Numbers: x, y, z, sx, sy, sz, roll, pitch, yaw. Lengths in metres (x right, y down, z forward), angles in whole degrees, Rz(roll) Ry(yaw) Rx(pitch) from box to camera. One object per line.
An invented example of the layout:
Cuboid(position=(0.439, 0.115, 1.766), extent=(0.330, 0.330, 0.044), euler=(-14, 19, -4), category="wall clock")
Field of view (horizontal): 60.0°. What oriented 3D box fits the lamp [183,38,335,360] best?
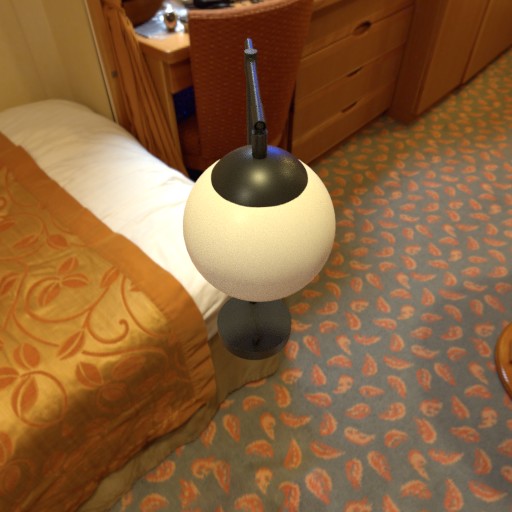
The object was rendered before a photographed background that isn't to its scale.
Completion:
Cuboid(position=(0.000, 0.000, 0.708), extent=(0.197, 0.559, 0.316), euler=(-3, 47, -3), category="lamp")
